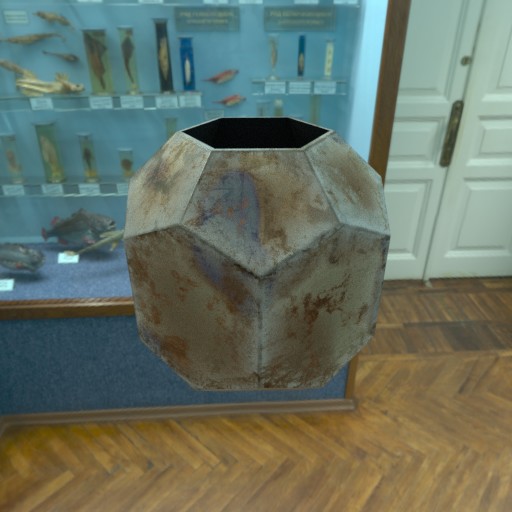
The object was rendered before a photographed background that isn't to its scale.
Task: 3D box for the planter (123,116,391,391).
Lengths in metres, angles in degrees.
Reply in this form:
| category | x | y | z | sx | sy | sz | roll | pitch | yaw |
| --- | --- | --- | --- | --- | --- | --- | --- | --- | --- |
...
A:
| category | x | y | z | sx | sy | sz | roll | pitch | yaw |
| --- | --- | --- | --- | --- | --- | --- | --- | --- | --- |
| planter | 0.000 | 0.000 | 0.427 | 0.221 | 0.238 | 0.243 | -1 | 29 | -1 |
